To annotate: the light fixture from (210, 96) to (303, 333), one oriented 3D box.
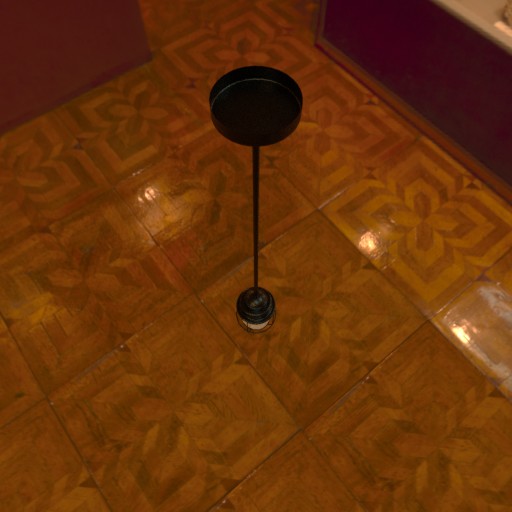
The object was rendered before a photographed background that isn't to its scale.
[{"bbox_3d":[0.000,0.000,0.992,0.123,0.920,0.123,-33,68,-15],"label":"light fixture"}]
